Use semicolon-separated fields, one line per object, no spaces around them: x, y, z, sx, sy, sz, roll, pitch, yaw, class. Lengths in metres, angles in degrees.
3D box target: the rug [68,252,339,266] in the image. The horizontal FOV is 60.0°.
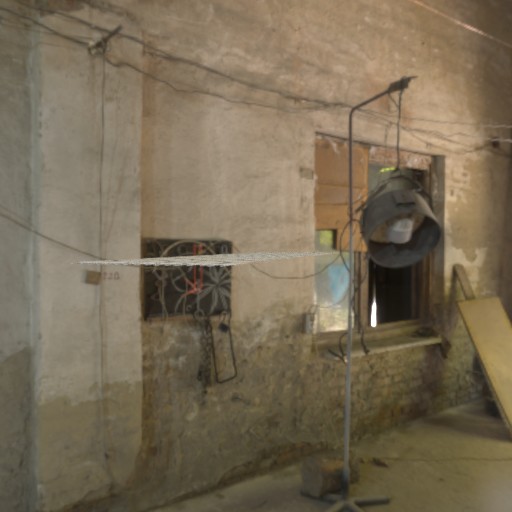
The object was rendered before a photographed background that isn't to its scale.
0.000;0.000;2.725;0.660;0.005;2.464;1;2;19;rug
